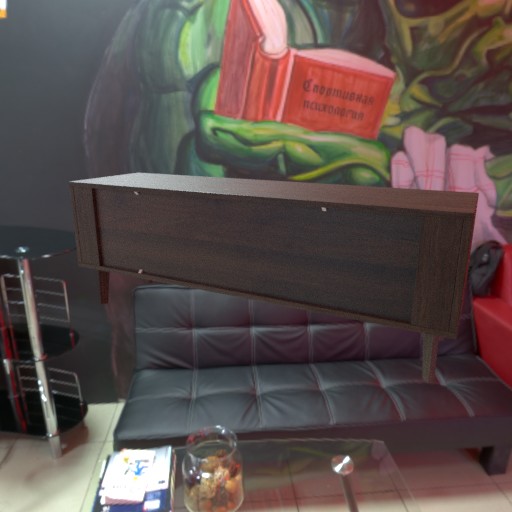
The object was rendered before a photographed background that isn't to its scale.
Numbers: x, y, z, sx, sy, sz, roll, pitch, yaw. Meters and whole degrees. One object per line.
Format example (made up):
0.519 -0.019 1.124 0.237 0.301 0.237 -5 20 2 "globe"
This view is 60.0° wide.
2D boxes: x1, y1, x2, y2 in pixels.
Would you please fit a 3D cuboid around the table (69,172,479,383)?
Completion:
0.000 0.000 1.624 1.397 0.508 0.405 8 18 26 "table"
